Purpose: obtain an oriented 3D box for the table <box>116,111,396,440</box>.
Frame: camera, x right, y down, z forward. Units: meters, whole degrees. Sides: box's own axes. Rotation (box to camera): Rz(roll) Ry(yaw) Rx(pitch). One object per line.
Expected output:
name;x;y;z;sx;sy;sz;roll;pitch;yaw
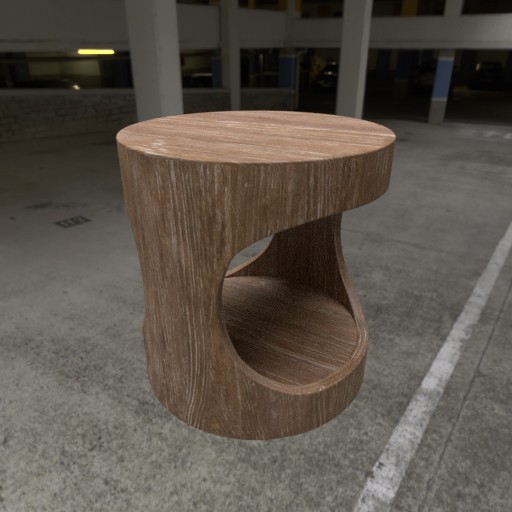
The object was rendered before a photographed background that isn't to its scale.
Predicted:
table;0.000;0.000;0.987;0.527;0.551;0.527;0;26;0
